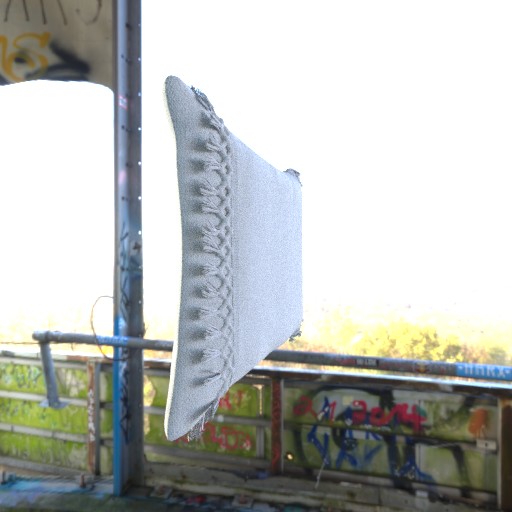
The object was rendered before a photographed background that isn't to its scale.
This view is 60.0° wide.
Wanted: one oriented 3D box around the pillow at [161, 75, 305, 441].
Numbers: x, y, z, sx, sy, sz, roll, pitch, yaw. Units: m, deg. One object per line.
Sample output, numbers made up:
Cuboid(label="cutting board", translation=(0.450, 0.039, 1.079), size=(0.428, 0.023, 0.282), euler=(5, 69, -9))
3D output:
Cuboid(label="pillow", translation=(0.000, 0.000, 0.577), size=(0.084, 0.305, 0.466), euler=(0, 1, 18))
